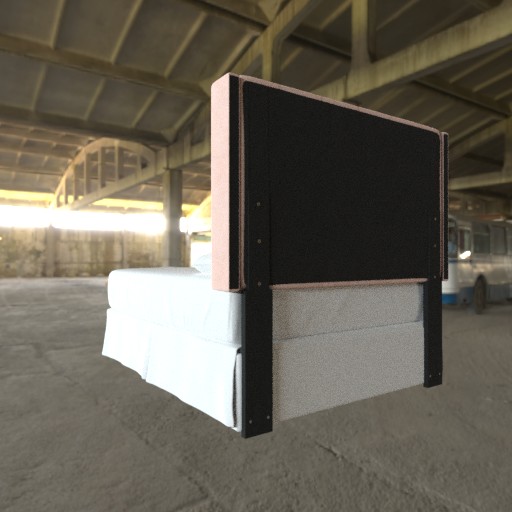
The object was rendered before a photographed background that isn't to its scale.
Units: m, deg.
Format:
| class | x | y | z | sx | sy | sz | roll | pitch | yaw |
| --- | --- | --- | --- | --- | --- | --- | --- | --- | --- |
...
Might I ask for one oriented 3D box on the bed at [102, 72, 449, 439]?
| class | x | y | z | sx | sy | sz | roll | pitch | yaw |
| --- | --- | --- | --- | --- | --- | --- | --- | --- | --- |
| bed | 0.000 | 0.000 | 3.294 | 1.719 | 1.665 | 2.066 | 0 | 0 | -35 |
